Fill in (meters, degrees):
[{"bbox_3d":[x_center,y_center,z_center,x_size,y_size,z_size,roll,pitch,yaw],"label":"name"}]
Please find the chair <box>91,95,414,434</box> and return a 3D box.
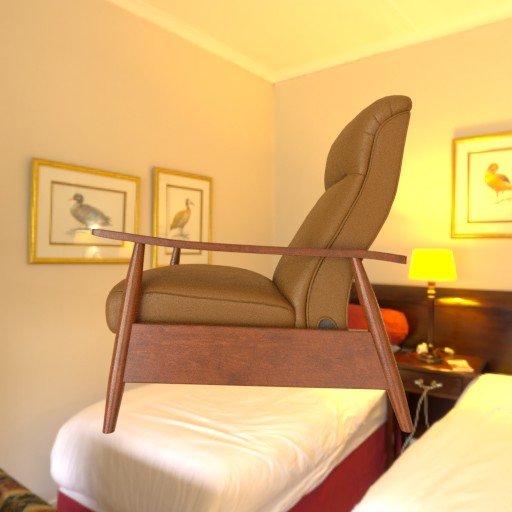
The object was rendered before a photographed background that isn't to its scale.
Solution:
[{"bbox_3d":[0.000,0.000,1.727,1.014,1.082,0.762,0,1,-1],"label":"chair"}]
